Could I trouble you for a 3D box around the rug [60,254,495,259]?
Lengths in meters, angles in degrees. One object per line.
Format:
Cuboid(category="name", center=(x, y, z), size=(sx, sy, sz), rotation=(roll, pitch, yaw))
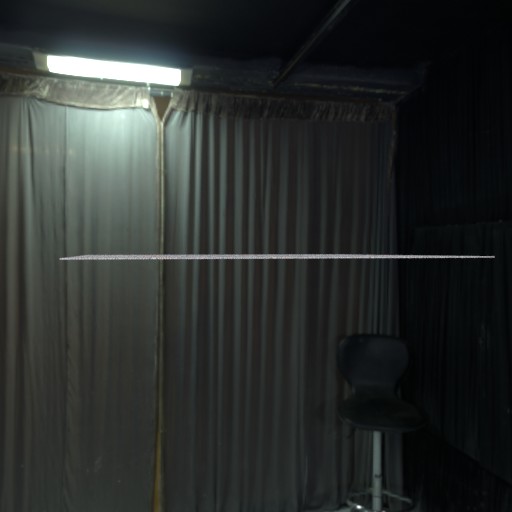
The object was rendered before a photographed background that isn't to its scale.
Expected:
Cuboid(category="rug", center=(0.000, 0.000, 4.060), size=(3.035, 0.008, 2.425), rotation=(0, 1, -17))
